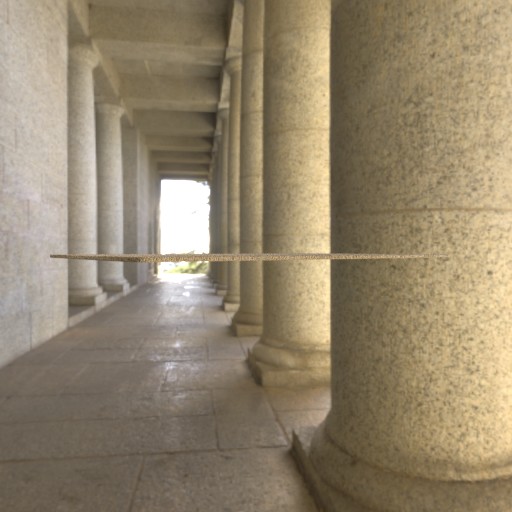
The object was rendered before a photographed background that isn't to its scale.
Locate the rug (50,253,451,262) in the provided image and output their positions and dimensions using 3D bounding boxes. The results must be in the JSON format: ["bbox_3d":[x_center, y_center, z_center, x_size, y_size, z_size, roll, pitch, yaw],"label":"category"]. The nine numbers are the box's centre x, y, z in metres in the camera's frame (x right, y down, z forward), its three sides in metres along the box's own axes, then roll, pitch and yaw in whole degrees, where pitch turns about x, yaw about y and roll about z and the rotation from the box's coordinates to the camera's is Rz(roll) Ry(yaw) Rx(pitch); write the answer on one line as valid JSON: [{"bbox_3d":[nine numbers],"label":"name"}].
[{"bbox_3d":[0.000,0.000,3.548,2.700,0.024,1.801,-1,1,-37],"label":"rug"}]
